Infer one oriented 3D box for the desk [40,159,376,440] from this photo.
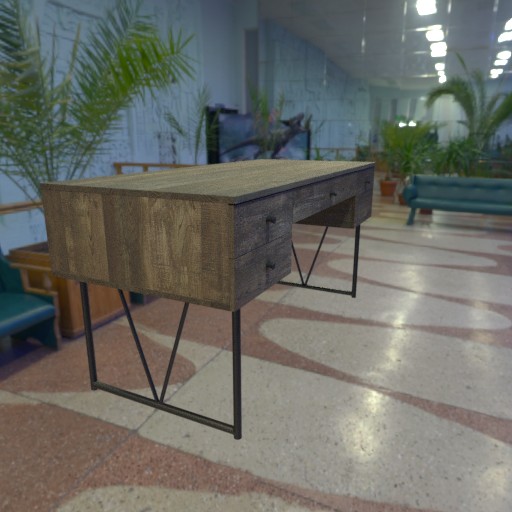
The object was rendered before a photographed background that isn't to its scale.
[{"bbox_3d":[0.000,0.000,2.038,0.730,0.780,1.600,8,17,26],"label":"desk"}]
